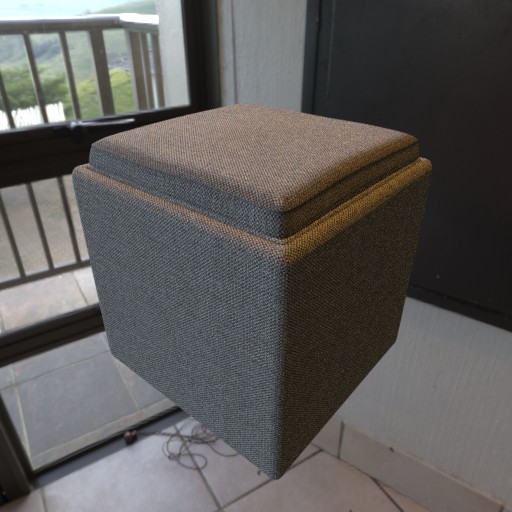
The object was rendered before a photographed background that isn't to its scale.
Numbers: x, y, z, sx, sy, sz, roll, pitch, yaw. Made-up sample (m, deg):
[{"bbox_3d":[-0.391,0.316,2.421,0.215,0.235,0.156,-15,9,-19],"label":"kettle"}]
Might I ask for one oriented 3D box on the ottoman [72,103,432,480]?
[{"bbox_3d":[0.000,0.000,0.842,0.454,0.487,0.436,23,38,34],"label":"ottoman"}]
